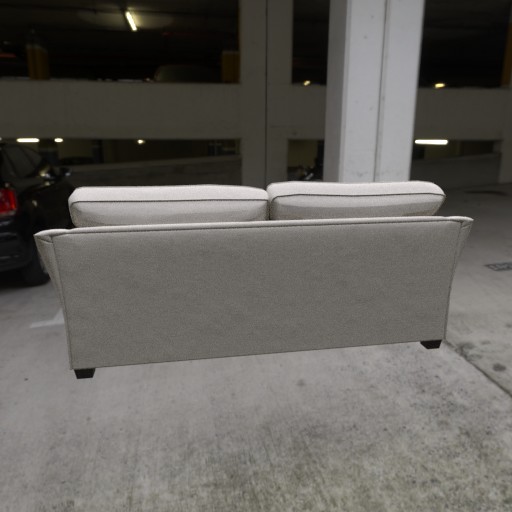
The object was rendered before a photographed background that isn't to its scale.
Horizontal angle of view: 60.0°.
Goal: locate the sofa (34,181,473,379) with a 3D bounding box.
[{"bbox_3d":[0.000,0.000,2.738,2.270,0.965,0.980,-3,15,-9],"label":"sofa"}]
